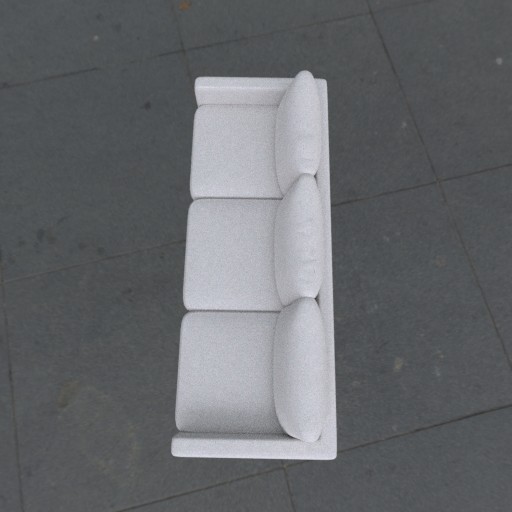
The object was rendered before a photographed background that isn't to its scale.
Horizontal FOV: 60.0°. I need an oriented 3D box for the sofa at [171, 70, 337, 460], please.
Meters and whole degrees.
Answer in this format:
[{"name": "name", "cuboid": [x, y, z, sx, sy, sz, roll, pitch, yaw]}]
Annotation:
[{"name": "sofa", "cuboid": [0.000, 0.000, 2.711, 0.859, 0.874, 2.218, 1, 75, 0]}]
